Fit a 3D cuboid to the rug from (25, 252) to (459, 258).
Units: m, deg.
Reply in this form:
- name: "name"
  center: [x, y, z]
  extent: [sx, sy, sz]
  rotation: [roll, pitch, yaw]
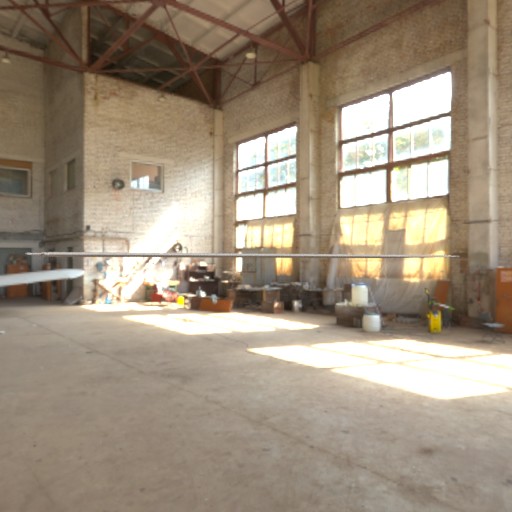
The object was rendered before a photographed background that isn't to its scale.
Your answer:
- name: "rug"
  center: [0.000, 0.000, 2.748]
  extent: [2.480, 0.013, 0.786]
  rotation: [0, -1, -20]
